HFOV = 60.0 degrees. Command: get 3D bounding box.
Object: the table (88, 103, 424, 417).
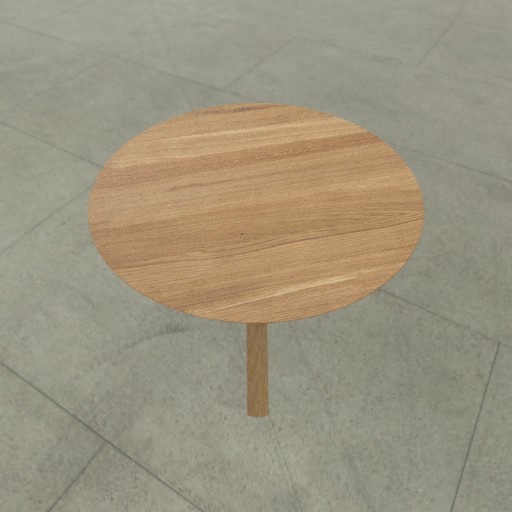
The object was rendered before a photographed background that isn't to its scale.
[{"bbox_3d":[0.000,0.000,1.657,1.038,0.666,1.038,0,48,0],"label":"table"}]
